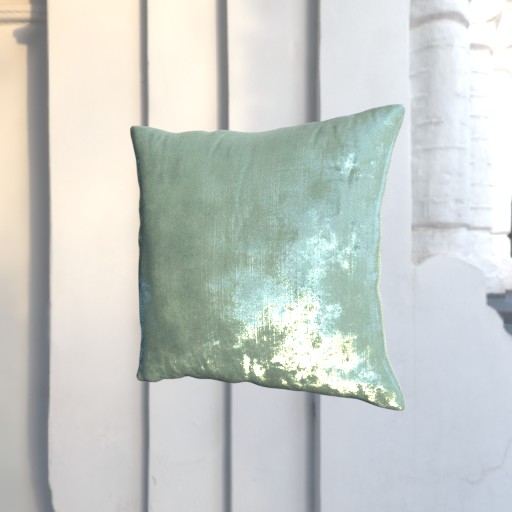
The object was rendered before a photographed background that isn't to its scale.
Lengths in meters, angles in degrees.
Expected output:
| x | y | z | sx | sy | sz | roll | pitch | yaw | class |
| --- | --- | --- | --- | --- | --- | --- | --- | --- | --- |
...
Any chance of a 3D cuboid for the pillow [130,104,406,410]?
| x | y | z | sx | sy | sz | roll | pitch | yaw | class |
| --- | --- | --- | --- | --- | --- | --- | --- | --- | --- |
| 0.000 | 0.000 | 0.734 | 0.470 | 0.464 | 0.175 | 0 | 0 | 18 | pillow |
